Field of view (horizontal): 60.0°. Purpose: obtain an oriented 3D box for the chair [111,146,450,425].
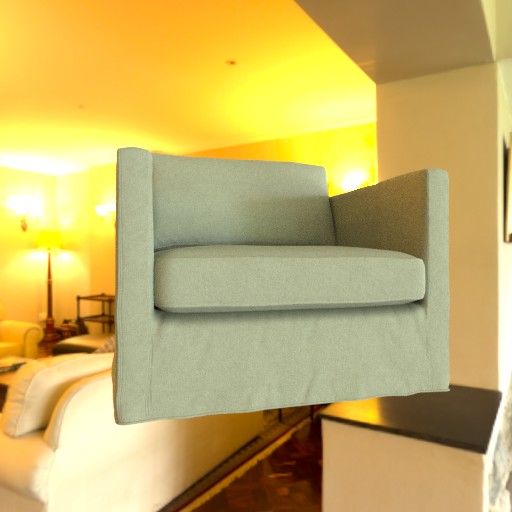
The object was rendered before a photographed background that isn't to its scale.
[{"bbox_3d":[0.000,0.000,1.702,1.057,0.863,0.949,0,0,-17],"label":"chair"}]
